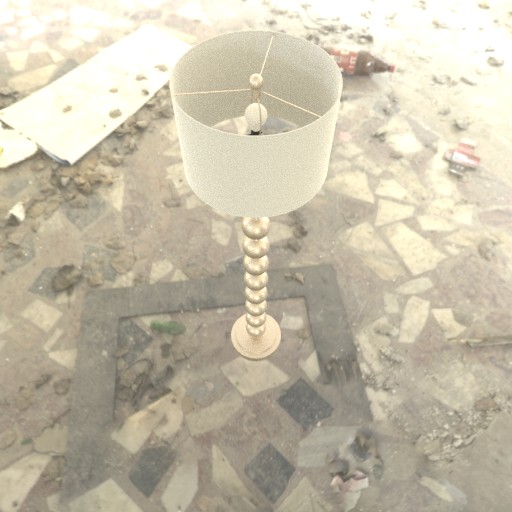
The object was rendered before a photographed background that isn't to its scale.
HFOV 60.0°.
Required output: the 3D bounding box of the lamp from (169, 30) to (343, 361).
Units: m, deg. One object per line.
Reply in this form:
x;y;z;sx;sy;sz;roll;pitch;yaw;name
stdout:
0.000;0.000;1.612;0.394;1.474;0.394;-14;58;-9;lamp
